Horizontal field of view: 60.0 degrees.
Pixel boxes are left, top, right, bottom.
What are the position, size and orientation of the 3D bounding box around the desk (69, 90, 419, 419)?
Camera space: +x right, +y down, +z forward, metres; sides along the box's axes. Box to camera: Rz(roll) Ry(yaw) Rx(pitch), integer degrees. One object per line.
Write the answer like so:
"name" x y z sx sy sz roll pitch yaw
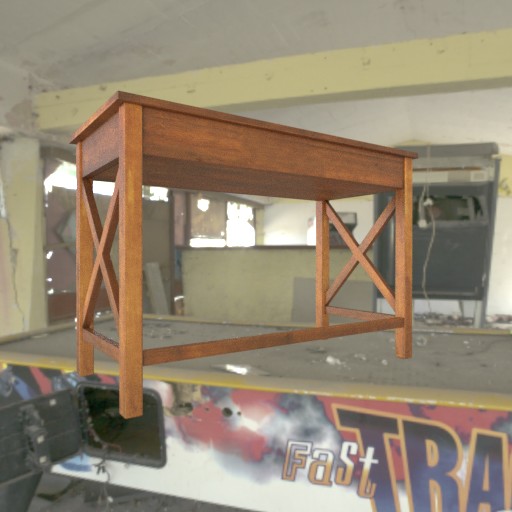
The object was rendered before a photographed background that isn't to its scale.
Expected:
"desk" 0.000 0.000 1.540 1.117 0.762 0.508 0 0 -35
